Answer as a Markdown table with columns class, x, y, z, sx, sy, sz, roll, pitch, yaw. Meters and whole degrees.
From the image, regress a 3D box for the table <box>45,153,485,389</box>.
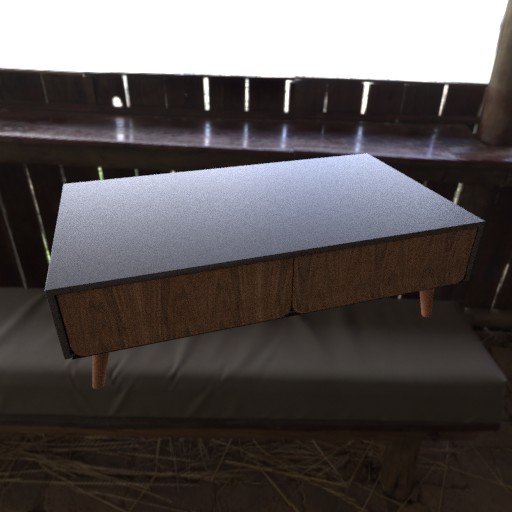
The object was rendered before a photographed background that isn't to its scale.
| class | x | y | z | sx | sy | sz | roll | pitch | yaw |
| --- | --- | --- | --- | --- | --- | --- | --- | --- | --- |
| table | 0.000 | 0.000 | 1.525 | 1.201 | 0.404 | 0.703 | -9 | 31 | -15 |
